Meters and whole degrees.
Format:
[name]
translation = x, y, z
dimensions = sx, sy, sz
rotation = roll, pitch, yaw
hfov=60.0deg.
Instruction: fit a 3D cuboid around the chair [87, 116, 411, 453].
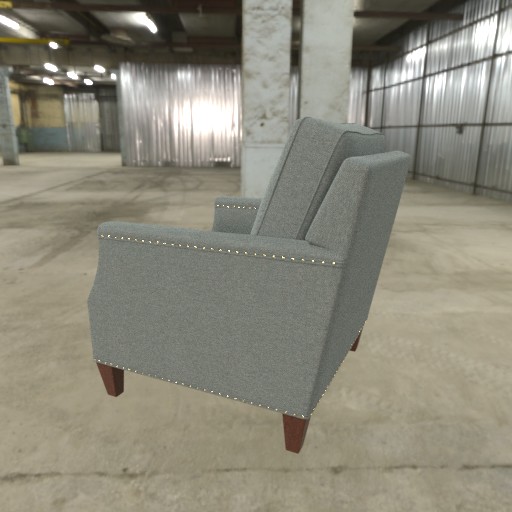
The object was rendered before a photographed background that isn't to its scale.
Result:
[chair]
translation = 0.000, 0.000, 1.778
dimensions = 1.031, 1.031, 0.885
rotation = 7, 16, 24
